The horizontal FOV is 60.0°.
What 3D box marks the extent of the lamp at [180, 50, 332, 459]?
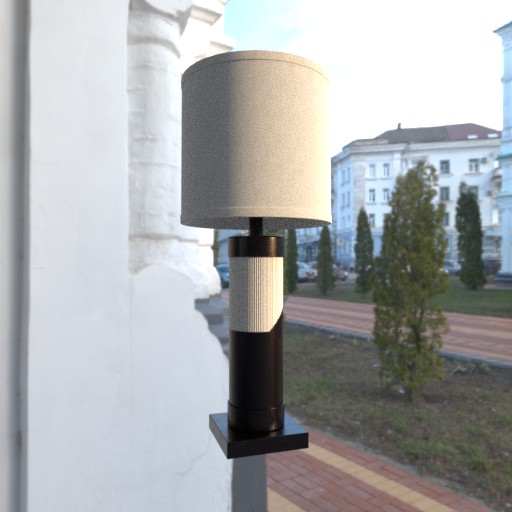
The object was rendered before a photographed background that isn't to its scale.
[{"bbox_3d":[0.000,0.000,0.626,0.211,0.509,0.211,0,-1,-18],"label":"lamp"}]
